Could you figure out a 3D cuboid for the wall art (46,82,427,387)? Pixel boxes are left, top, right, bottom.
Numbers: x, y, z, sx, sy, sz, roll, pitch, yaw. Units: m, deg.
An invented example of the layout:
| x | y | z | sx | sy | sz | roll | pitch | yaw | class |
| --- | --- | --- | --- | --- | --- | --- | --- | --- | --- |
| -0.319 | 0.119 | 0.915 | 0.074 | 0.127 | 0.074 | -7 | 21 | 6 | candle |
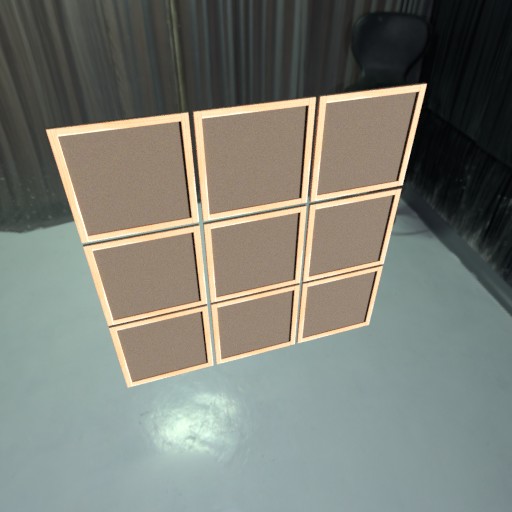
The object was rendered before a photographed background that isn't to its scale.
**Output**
| x | y | z | sx | sy | sz | roll | pitch | yaw | class |
| --- | --- | --- | --- | --- | --- | --- | --- | --- | --- |
| 0.000 | 0.000 | 1.753 | 1.216 | 1.218 | 0.013 | -12 | 41 | -14 | wall art |
